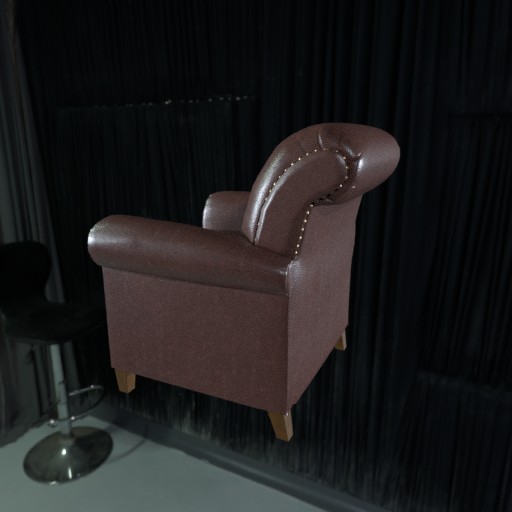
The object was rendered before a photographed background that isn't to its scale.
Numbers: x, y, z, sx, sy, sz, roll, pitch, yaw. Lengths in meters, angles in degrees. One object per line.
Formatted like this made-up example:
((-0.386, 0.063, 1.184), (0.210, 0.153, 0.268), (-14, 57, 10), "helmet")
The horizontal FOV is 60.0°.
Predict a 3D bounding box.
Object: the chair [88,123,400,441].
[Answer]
((0.000, 0.000, 1.630), (0.890, 0.927, 0.854), (7, 17, 25), "chair")
